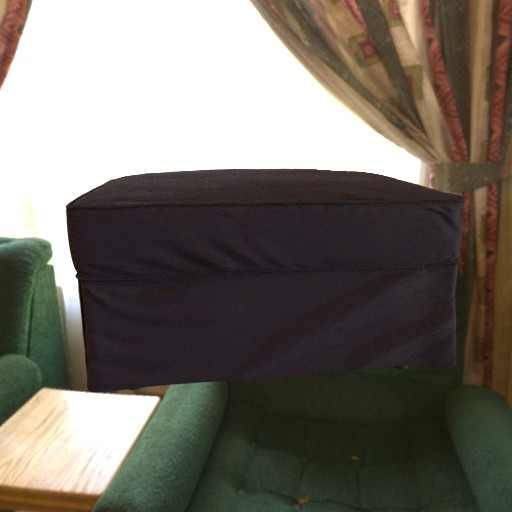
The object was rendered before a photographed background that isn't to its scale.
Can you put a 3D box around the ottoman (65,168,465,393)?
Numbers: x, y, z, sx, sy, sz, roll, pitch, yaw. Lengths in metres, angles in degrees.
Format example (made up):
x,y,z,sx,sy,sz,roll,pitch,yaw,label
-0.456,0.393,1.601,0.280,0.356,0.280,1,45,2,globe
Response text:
x,y,z,sx,sy,sz,roll,pitch,yaw,label
0.000,0.000,1.306,0.938,0.503,0.637,-2,15,-8,ottoman
